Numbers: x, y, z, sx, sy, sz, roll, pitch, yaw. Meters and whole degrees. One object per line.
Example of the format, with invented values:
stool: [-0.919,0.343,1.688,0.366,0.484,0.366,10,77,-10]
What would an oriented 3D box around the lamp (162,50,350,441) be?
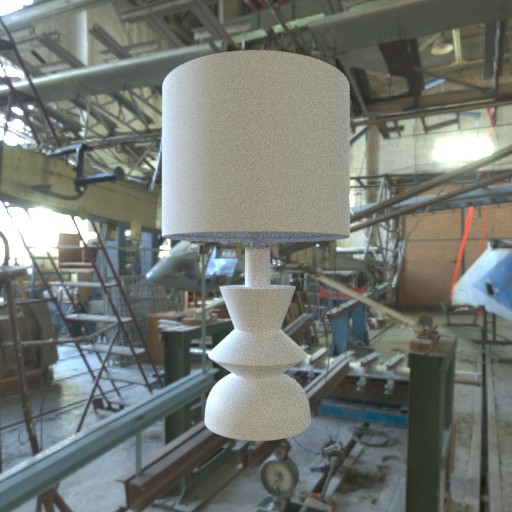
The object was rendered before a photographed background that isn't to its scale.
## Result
lamp: [0.000,0.000,0.724,0.301,0.533,0.301,0,-1,-18]
